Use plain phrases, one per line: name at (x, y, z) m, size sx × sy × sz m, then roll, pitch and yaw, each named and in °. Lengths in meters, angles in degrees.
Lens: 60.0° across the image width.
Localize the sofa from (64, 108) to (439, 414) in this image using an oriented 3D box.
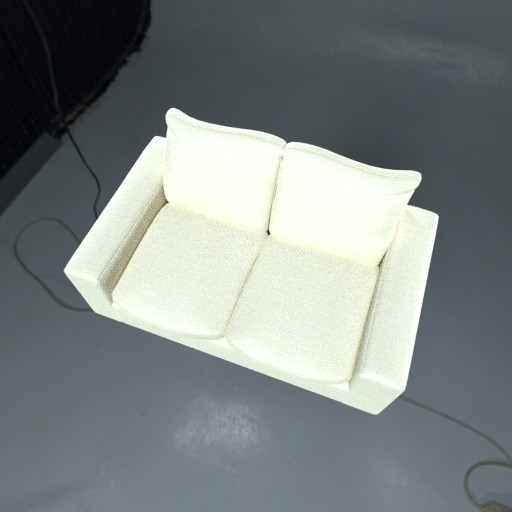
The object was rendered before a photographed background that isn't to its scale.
sofa at (0.000, 0.000, 2.413) m, size 1.754 × 0.875 × 1.091 m, roll 18°, pitch 61°, yaw 10°
